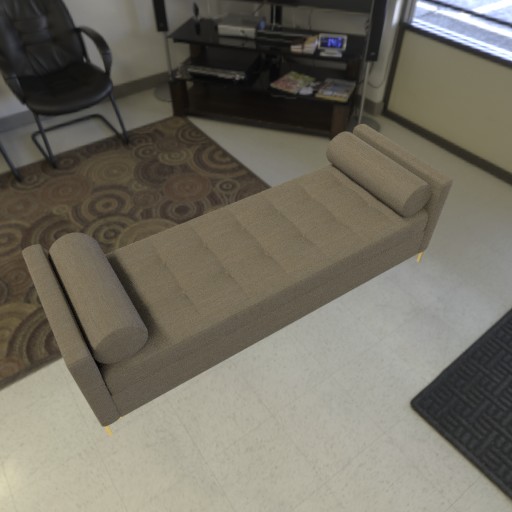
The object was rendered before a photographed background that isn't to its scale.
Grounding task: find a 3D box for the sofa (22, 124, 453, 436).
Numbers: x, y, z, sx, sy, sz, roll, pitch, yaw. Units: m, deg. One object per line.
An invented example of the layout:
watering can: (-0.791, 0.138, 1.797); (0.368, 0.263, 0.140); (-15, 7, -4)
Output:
sofa: (0.000, 0.000, 2.298); (1.981, 0.635, 0.686); (-25, 51, -22)
